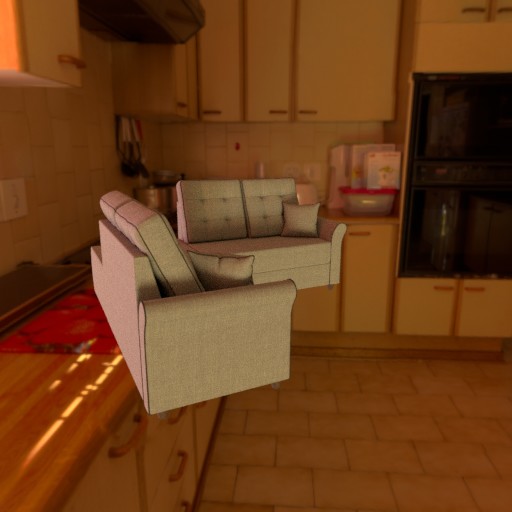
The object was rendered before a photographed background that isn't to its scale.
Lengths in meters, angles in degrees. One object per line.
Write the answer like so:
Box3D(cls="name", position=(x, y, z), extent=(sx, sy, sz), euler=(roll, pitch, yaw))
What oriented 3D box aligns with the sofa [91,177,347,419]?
Box3D(cls="sofa", position=(0.000, 0.000, 3.234), extent=(2.070, 0.988, 2.068), euler=(-7, 16, -25))
